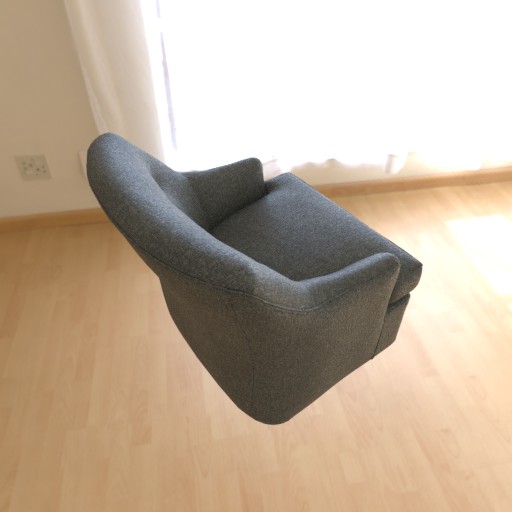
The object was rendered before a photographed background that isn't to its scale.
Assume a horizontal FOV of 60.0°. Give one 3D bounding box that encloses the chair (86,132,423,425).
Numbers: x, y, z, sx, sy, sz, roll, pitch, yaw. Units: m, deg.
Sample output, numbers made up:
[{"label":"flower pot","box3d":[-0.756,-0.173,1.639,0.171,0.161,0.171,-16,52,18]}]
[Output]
[{"label":"chair","box3d":[0.000,0.000,1.573,0.923,0.856,0.864,-25,47,-25]}]
